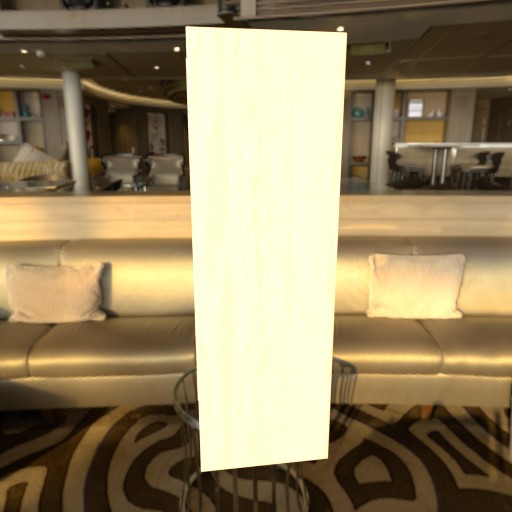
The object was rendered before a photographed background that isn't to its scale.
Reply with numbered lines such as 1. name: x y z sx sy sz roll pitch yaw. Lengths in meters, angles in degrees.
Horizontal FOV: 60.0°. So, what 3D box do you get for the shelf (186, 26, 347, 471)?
1. shelf: 0.000 0.000 1.038 0.290 0.900 0.300 -2 14 -8
